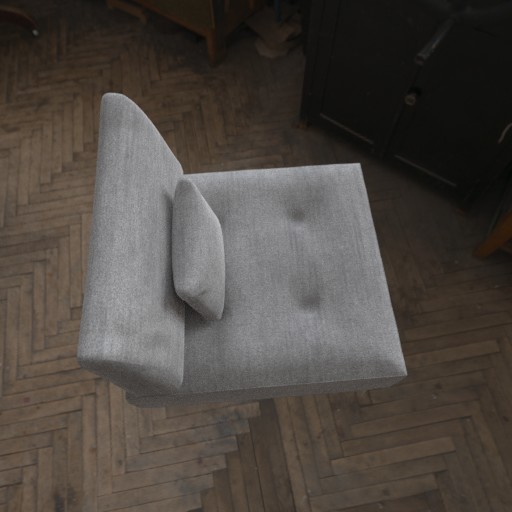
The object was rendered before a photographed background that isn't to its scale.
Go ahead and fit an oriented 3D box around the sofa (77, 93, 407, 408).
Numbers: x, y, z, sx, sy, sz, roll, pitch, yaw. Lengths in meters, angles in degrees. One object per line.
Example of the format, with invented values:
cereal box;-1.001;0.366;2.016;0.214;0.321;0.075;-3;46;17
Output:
sofa;0.000;0.000;1.649;1.000;0.820;0.930;-4;64;-2
